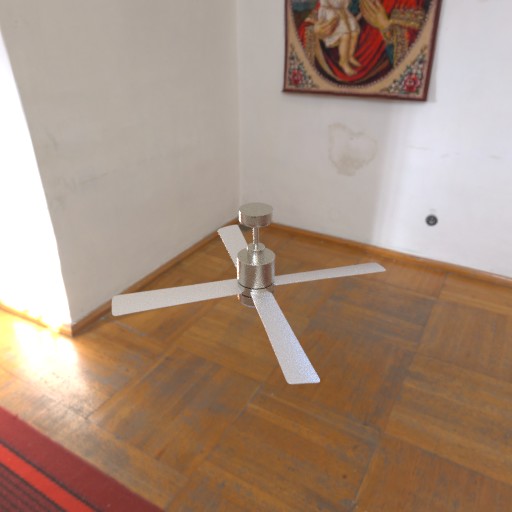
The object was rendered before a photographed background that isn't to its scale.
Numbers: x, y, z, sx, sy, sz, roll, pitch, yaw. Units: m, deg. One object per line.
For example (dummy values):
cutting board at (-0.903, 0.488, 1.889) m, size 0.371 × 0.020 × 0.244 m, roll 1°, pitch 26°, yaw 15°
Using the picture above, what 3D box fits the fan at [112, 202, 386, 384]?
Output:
fan at (0.000, 0.000, 2.350) m, size 1.525 × 0.539 × 1.525 m, roll -7°, pitch 30°, yaw -13°
